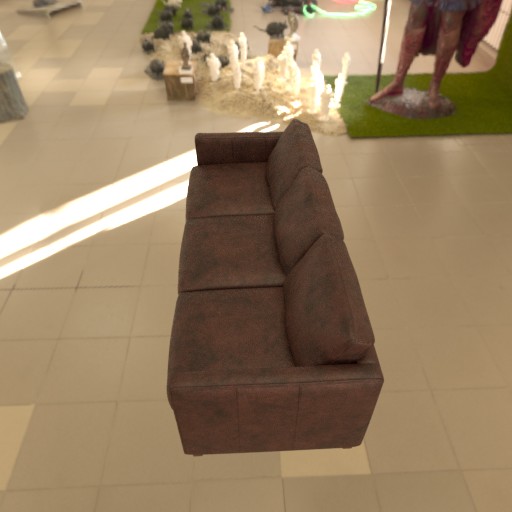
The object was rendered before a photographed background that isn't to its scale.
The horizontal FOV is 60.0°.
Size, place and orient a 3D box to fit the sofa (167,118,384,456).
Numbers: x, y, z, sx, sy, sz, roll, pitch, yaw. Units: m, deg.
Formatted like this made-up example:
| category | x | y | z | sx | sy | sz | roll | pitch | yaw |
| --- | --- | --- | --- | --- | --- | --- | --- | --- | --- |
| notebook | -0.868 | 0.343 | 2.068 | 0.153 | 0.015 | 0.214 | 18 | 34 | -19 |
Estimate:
| category | x | y | z | sx | sy | sz | roll | pitch | yaw |
| --- | --- | --- | --- | --- | --- | --- | --- | --- | --- |
| sofa | 0.000 | 0.000 | 3.071 | 1.045 | 1.006 | 2.464 | -2 | 42 | -2 |
